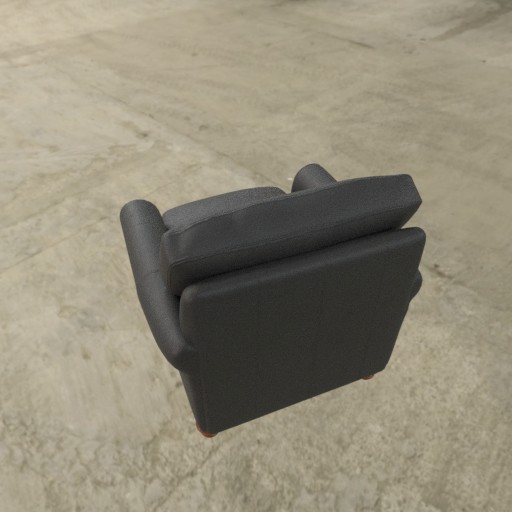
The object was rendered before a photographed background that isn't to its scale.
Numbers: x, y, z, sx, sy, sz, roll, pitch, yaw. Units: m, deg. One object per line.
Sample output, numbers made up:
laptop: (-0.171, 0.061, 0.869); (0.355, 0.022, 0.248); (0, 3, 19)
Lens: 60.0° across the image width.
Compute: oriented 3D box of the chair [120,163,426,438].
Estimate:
chair: (0.000, 0.000, 1.812); (1.015, 0.960, 1.027); (-11, 43, -12)
